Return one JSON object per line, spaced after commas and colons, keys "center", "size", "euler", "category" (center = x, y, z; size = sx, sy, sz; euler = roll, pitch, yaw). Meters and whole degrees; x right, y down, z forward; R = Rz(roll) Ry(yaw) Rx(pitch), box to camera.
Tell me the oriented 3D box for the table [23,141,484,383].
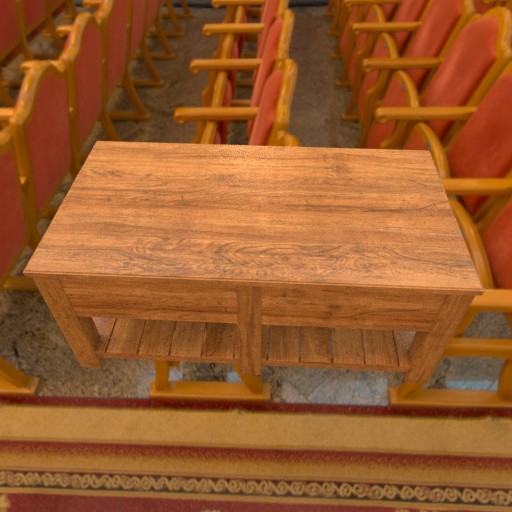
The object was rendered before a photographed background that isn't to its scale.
{"center": [0.000, 0.000, 1.492], "size": [1.150, 0.480, 0.635], "euler": [2, 46, 2], "category": "table"}
